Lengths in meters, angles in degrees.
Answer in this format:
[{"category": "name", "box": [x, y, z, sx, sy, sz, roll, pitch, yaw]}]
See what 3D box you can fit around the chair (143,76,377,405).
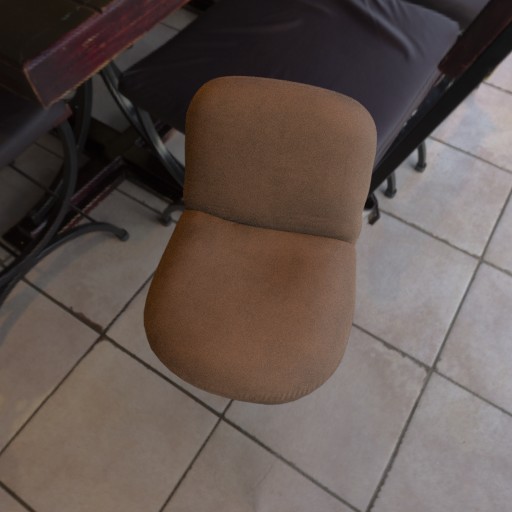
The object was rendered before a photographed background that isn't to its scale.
[{"category": "chair", "box": [0.000, 0.000, 1.044, 0.521, 0.594, 0.597, 12, 60, 7]}]
